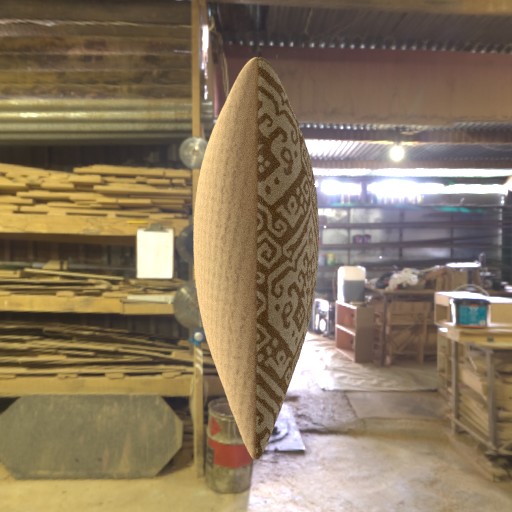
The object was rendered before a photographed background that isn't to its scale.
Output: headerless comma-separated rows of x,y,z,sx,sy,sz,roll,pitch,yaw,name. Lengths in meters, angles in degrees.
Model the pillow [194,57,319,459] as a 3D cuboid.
0.000,0.000,0.646,0.173,0.407,0.419,0,1,0,pillow
